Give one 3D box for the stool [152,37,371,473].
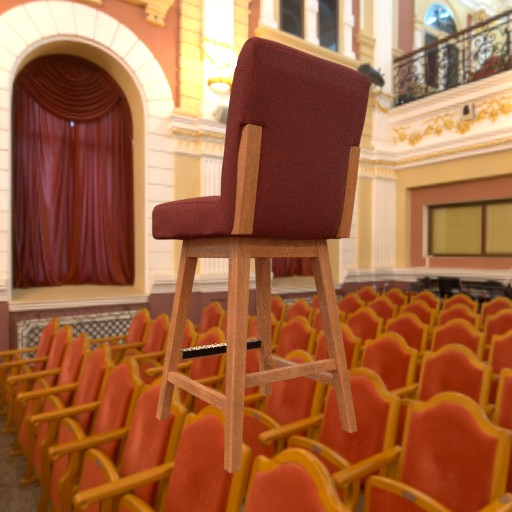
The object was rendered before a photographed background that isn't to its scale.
[{"bbox_3d":[0.000,0.000,1.351,0.468,1.038,0.562,0,0,-35],"label":"stool"}]
